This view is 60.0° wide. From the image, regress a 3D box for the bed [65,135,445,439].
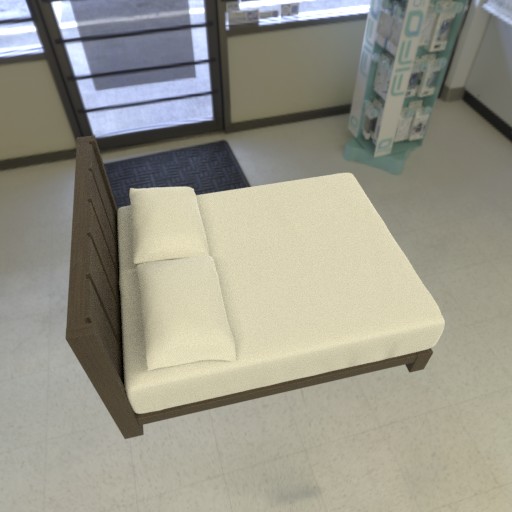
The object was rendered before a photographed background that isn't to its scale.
[{"bbox_3d":[0.000,0.000,3.276,2.242,1.270,1.727,-10,48,-9],"label":"bed"}]
